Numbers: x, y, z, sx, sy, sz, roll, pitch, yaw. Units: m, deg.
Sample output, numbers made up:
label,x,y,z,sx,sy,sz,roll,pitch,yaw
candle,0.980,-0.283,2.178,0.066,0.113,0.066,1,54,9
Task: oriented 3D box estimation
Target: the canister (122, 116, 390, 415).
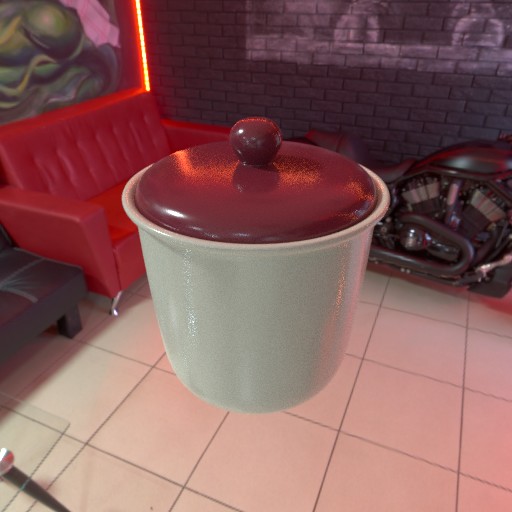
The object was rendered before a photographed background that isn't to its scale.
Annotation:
label,x,y,z,sx,sy,sz,roll,pitch,yaw
canister,0.000,0.000,0.340,0.182,0.208,0.182,0,31,0
